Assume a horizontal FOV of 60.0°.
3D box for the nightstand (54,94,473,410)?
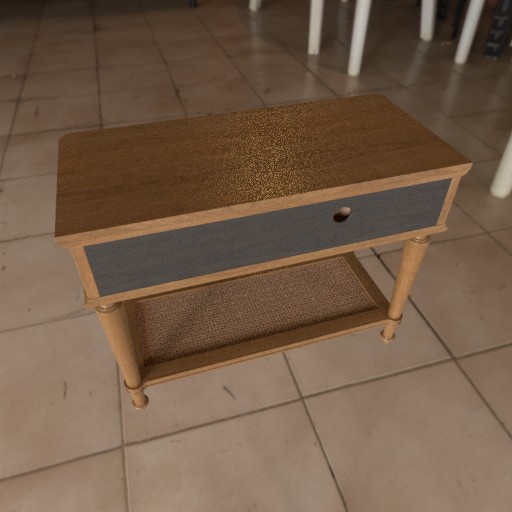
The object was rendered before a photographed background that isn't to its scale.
[{"bbox_3d":[0.000,0.000,1.306,0.914,0.700,0.432,-12,43,-13],"label":"nightstand"}]
